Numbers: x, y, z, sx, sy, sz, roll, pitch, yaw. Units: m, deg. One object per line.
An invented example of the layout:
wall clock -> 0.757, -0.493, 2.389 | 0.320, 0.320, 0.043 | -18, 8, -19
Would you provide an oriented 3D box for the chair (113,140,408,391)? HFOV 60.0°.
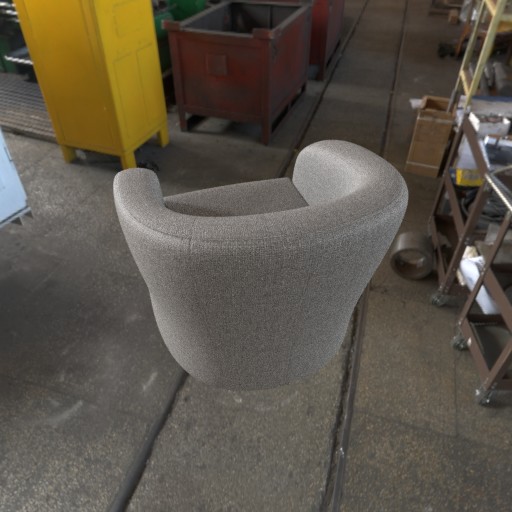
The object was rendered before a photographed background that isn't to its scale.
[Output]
chair -> 0.000, 0.000, 1.449 | 0.791, 0.771, 0.815 | -11, 42, -13
